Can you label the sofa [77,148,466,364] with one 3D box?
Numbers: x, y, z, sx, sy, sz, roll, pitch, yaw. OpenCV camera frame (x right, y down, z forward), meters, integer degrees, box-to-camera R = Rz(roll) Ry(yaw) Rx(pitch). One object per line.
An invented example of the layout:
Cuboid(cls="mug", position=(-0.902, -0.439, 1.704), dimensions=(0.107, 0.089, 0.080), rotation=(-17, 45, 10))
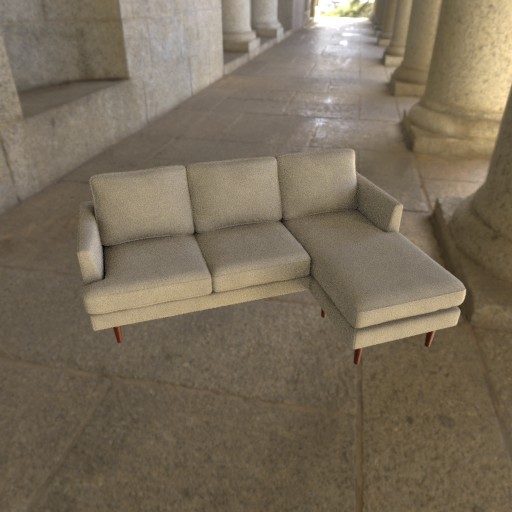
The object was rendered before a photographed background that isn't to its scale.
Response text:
Cuboid(cls="sofa", position=(0.000, 0.000, 2.988), dimensions=(2.233, 0.956, 1.504), rotation=(-9, 33, -15))
